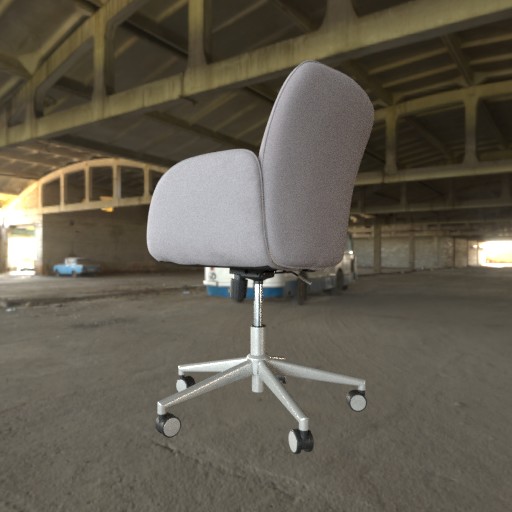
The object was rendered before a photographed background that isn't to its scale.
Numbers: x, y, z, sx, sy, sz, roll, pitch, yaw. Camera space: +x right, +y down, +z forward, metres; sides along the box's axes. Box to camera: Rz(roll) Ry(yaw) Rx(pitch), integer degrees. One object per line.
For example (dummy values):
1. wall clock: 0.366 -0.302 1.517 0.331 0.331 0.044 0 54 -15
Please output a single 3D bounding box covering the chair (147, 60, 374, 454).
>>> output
1. chair: 0.000 0.000 1.379 0.654 0.959 0.648 0 0 34
